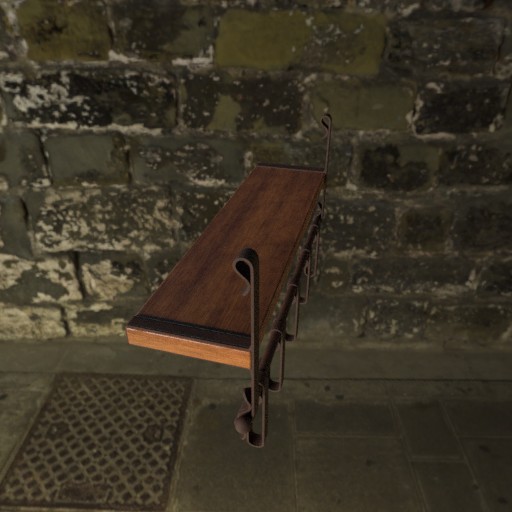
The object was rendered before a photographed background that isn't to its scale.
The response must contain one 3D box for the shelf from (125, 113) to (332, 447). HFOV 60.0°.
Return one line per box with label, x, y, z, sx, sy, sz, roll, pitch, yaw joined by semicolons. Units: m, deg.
shelf;0.000;0.000;0.708;0.146;0.330;0.567;8;32;13
